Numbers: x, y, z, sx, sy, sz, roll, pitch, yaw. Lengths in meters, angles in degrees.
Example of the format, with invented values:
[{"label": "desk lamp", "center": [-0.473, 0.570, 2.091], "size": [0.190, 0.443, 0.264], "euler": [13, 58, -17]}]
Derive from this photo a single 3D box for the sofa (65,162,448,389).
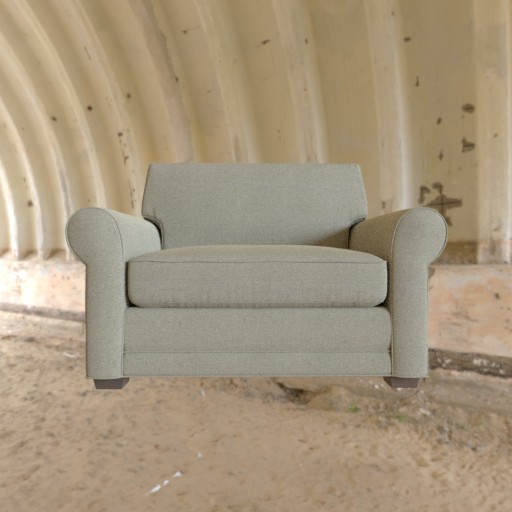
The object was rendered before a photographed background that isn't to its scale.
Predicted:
[{"label": "sofa", "center": [0.000, 0.000, 2.060], "size": [1.405, 0.991, 0.936], "euler": [0, 0, -1]}]
